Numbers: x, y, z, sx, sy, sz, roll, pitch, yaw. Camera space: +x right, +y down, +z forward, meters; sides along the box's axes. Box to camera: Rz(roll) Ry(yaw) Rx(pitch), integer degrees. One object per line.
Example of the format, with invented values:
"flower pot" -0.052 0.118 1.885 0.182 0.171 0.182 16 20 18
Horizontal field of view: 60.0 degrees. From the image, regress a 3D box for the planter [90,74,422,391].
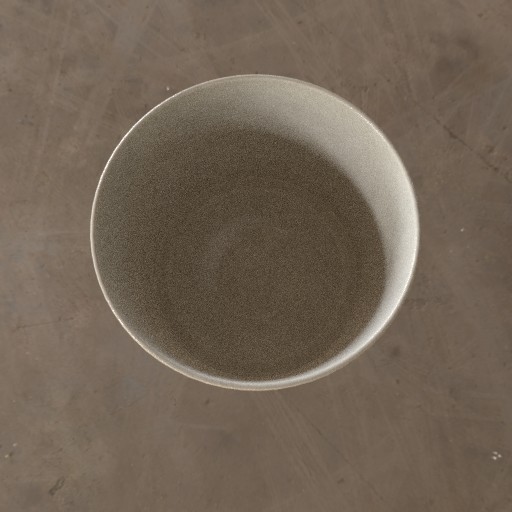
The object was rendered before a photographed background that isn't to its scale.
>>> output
"planter" 0.000 0.000 0.450 0.250 0.239 0.250 0 76 0
